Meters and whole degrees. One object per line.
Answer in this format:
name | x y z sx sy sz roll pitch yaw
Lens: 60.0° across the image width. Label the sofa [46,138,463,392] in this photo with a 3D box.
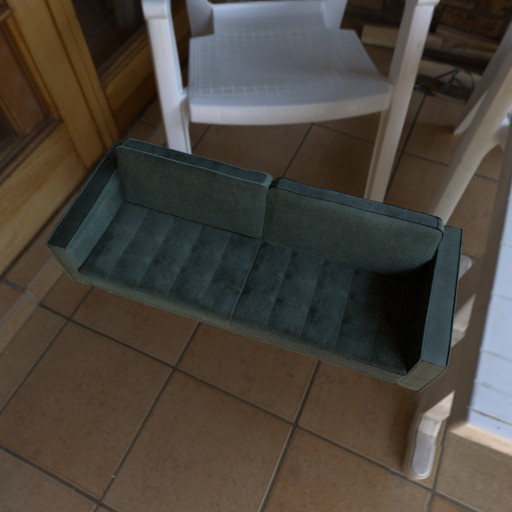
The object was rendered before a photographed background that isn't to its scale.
sofa | 0.000 0.000 2.624 2.214 0.781 0.886 16 60 10
